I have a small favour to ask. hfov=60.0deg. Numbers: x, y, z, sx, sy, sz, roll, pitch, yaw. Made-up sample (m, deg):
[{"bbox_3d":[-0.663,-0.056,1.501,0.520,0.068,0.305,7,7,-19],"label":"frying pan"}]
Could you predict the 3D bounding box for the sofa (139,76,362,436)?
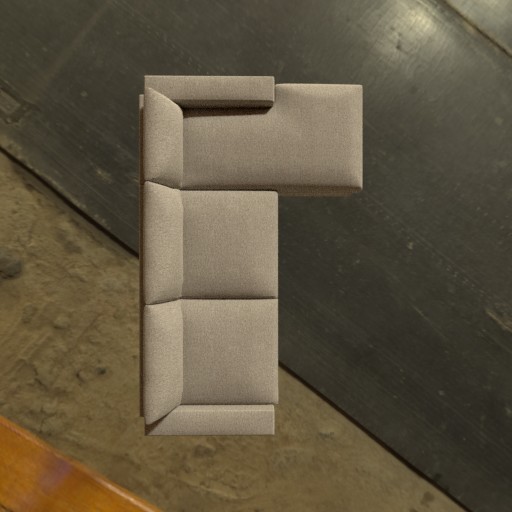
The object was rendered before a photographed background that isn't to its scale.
[{"bbox_3d":[0.000,0.000,3.441,1.689,0.813,2.718,0,90,-1],"label":"sofa"}]
